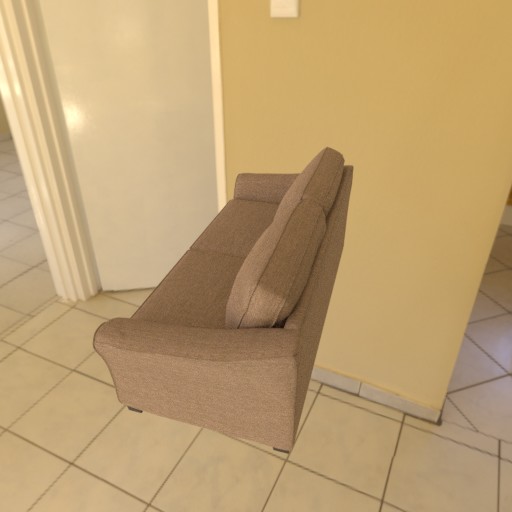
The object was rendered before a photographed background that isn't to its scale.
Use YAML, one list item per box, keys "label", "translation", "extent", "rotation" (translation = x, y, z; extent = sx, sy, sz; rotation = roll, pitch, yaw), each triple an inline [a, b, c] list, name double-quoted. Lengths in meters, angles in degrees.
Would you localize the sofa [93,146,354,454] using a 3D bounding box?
- label: "sofa"
  translation: [0.000, 0.000, 2.879]
  extent: [0.980, 0.965, 2.270]
  rotation: [9, 32, 14]
